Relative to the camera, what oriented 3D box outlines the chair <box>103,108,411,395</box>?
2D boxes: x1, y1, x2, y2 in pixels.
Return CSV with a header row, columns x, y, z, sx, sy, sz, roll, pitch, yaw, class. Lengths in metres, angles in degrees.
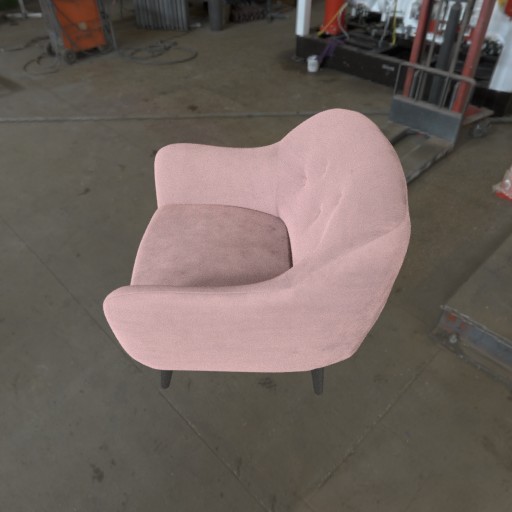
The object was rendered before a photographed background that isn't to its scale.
x,y,z,sx,sy,sz,roll,pitch,yaw,class
0.000,0.000,1.535,0.820,0.820,0.840,0,42,0,chair
